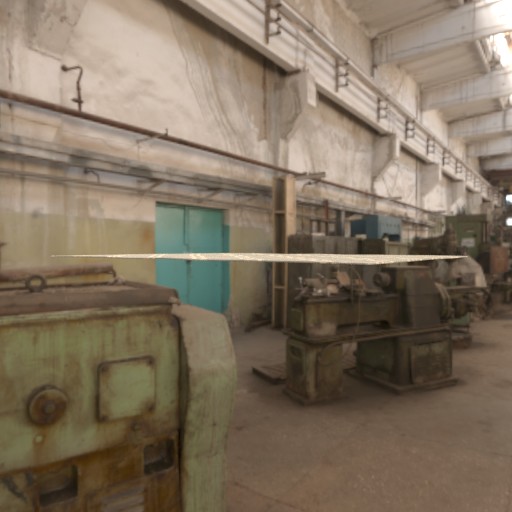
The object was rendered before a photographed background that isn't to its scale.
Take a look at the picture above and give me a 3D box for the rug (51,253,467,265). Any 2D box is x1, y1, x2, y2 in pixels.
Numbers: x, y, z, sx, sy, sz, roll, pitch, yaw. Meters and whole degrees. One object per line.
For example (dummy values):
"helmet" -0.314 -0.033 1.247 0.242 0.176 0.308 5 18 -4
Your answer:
"rug" 0.000 0.000 2.777 2.133 0.013 1.522 1 1 37
